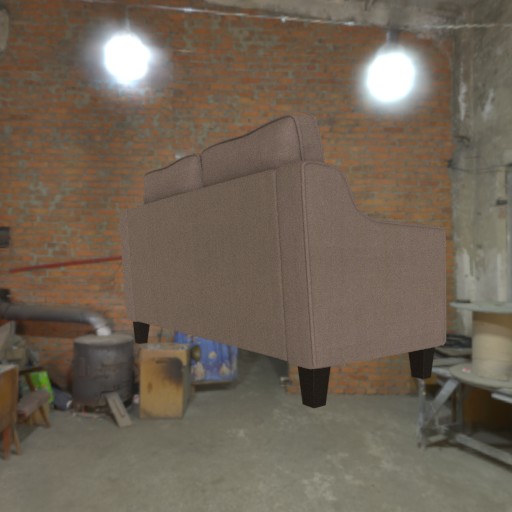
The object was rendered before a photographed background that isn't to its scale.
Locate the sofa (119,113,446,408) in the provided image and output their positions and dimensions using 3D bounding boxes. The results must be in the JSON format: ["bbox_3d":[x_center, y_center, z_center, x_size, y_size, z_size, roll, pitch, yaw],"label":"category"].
[{"bbox_3d":[0.000,0.000,2.092,0.791,0.948,1.500,1,-2,-37],"label":"sofa"}]
